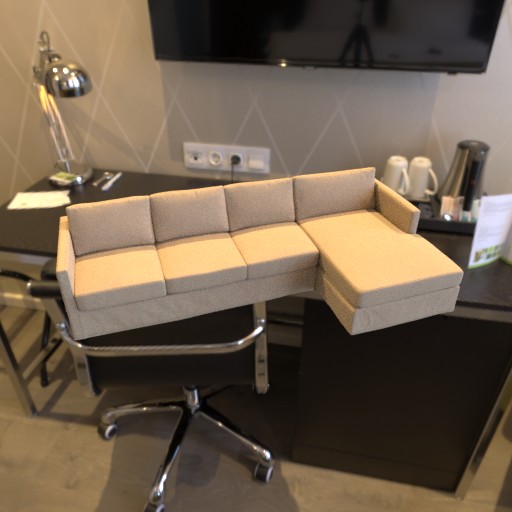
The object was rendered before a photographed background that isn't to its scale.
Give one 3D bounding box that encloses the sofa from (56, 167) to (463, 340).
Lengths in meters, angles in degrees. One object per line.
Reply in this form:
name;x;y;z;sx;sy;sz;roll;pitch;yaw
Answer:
sofa;0.000;0.000;3.905;3.206;0.871;1.622;-10;34;-15
